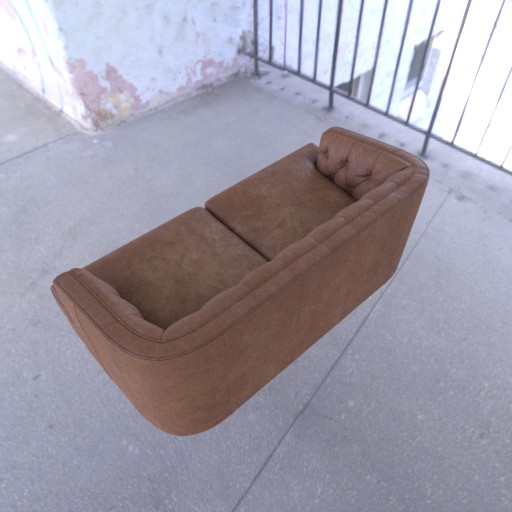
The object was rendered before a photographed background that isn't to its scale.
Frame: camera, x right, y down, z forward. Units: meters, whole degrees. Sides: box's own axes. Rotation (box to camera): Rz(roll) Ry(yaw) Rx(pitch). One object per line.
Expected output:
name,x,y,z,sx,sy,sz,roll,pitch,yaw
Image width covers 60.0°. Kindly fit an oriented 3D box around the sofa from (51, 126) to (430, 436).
sofa,0.000,0.000,2.240,1.755,0.786,0.914,-34,56,-27
